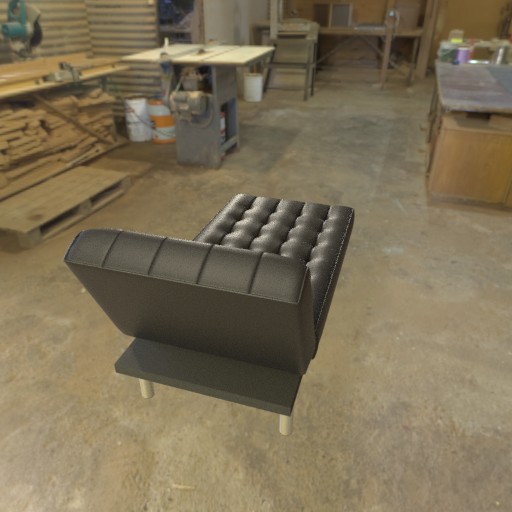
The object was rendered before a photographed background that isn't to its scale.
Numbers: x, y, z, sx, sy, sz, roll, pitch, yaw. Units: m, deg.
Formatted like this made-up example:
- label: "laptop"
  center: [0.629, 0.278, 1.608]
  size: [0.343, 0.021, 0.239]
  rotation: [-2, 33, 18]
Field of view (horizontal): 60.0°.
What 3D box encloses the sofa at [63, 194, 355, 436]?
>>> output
- label: "sofa"
  center: [0.000, 0.000, 2.060]
  size: [0.760, 0.820, 1.560]
  rotation: [9, 31, 15]
